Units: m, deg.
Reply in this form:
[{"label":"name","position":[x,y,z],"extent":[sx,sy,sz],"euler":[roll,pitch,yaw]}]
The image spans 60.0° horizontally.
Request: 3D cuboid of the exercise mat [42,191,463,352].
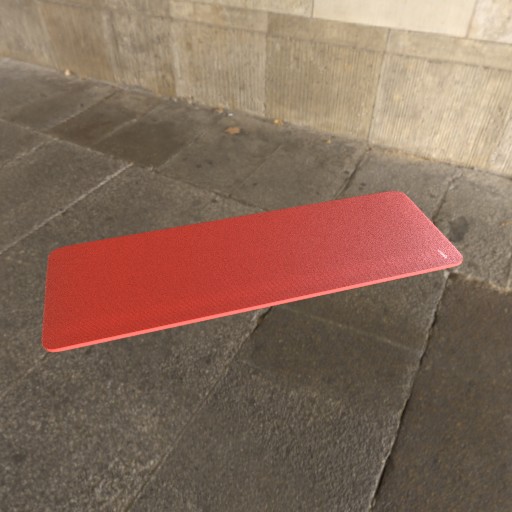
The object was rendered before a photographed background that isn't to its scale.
[{"label":"exercise mat","position":[0.000,0.000,2.075],"extent":[1.869,0.021,0.616],"euler":[-11,43,-12]}]
